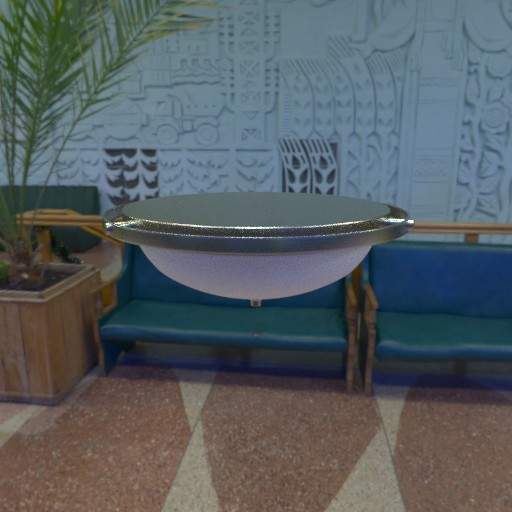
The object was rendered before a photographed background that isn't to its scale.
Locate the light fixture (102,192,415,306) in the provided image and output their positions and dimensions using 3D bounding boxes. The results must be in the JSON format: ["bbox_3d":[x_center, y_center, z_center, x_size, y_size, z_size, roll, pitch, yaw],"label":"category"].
[{"bbox_3d":[0.000,0.000,0.561,0.361,0.130,0.361,0,14,0],"label":"light fixture"}]
